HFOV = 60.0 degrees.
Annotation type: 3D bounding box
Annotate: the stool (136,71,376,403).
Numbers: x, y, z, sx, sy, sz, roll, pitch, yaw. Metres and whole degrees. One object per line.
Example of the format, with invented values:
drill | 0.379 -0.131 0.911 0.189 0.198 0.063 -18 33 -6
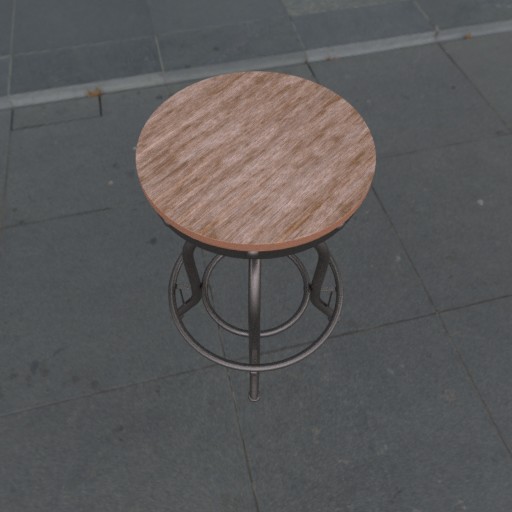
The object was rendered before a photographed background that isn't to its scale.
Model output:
stool | 0.000 0.000 0.907 0.439 0.609 0.439 1 58 1
